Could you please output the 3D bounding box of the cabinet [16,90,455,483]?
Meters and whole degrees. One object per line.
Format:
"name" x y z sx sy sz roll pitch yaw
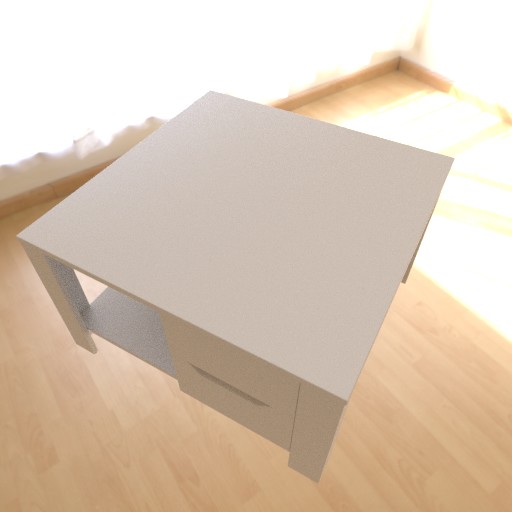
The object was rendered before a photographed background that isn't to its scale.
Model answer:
"cabinet" 0.000 0.000 1.275 0.800 0.460 0.800 22 51 20
